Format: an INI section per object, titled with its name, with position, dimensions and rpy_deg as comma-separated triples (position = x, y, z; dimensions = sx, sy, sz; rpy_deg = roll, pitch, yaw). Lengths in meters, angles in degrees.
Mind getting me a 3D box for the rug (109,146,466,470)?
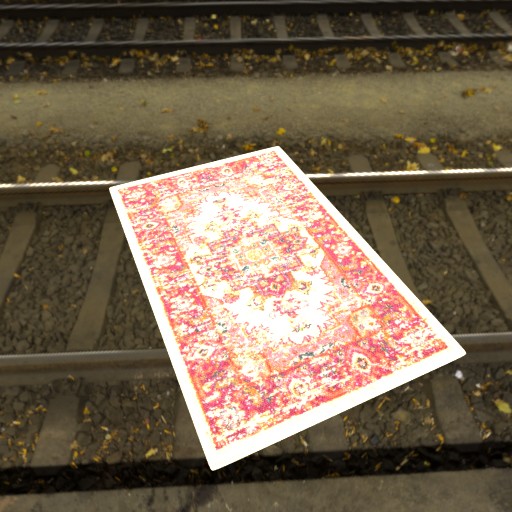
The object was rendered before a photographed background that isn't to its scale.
[rug]
position = 0.000, 0.000, 1.103
dimensions = 0.556, 0.004, 0.868
rpy_deg = -18, 48, -17
